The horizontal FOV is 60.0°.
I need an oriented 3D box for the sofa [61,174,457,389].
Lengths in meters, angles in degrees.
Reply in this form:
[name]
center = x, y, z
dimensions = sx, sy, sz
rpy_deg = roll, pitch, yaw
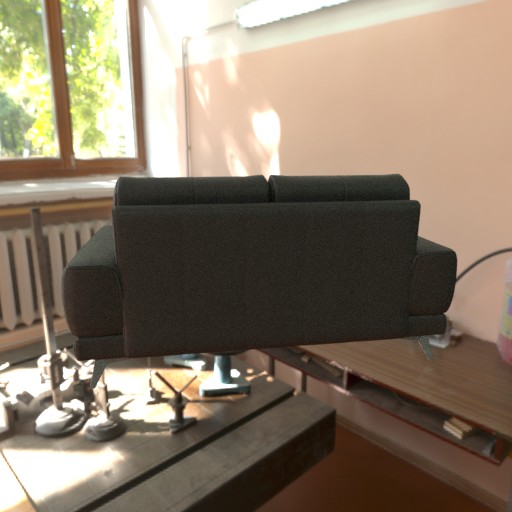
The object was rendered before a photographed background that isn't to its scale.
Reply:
[sofa]
center = 0.000, 0.000, 2.416
dimensions = 1.806, 0.907, 1.018
rpy_deg = -2, 14, -9
